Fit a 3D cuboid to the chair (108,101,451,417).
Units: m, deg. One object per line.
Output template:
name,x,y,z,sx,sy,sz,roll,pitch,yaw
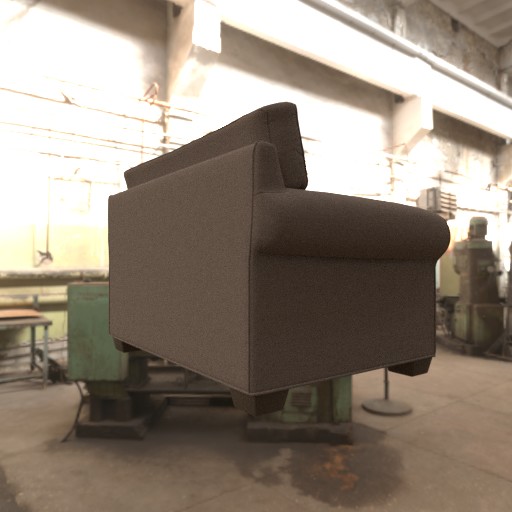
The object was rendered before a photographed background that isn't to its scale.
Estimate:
chair,0.000,0.000,1.992,0.930,0.930,1.390,0,-1,-36
